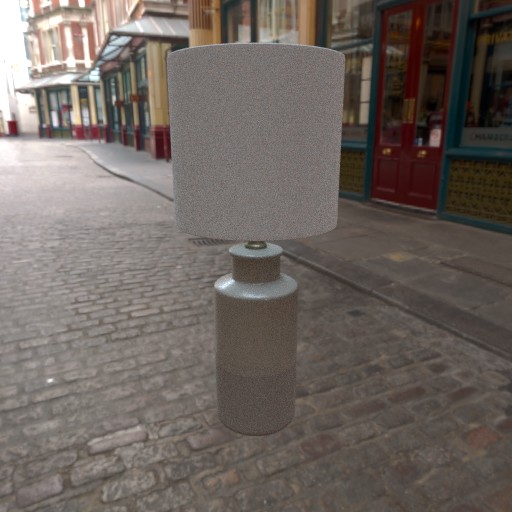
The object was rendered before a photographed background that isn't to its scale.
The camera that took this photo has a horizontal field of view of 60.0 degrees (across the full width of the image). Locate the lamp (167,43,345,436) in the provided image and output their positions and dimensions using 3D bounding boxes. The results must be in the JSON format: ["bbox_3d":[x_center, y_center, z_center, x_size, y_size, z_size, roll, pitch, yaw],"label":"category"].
[{"bbox_3d":[0.000,0.000,0.602,0.212,0.493,0.212,-8,18,-27],"label":"lamp"}]
